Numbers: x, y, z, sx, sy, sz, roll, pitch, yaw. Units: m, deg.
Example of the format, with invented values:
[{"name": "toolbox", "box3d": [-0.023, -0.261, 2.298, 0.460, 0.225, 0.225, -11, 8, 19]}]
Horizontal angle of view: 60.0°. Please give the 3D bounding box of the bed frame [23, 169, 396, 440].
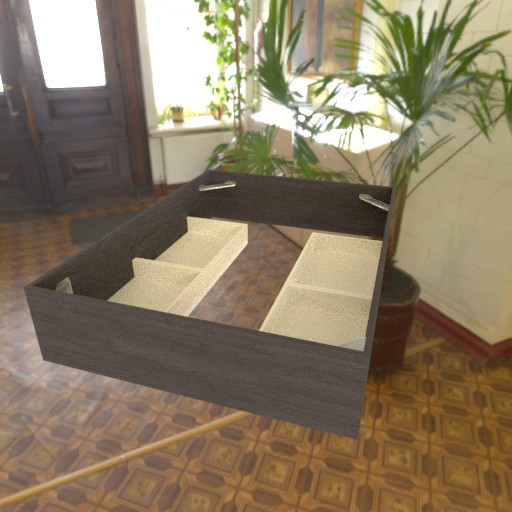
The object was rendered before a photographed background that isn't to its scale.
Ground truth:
[{"name": "bed frame", "box3d": [0.000, 0.000, 2.602, 1.448, 0.459, 1.944, 8, 28, 16]}]
